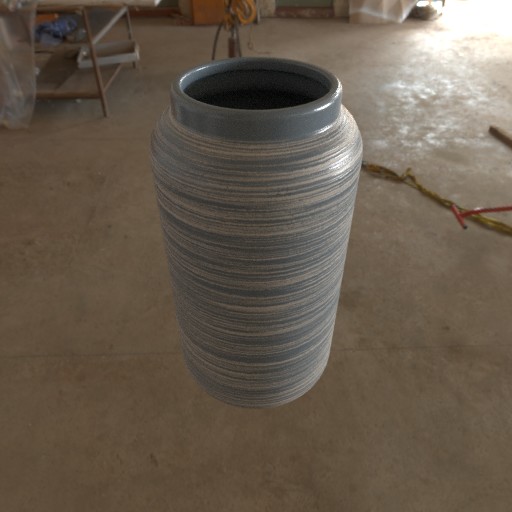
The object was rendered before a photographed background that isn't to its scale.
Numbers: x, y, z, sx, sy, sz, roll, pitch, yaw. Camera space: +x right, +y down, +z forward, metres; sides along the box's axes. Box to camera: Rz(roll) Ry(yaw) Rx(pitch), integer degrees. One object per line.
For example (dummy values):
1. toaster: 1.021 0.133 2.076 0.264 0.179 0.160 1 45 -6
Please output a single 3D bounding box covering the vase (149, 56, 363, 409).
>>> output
1. vase: 0.000 0.000 0.296 0.116 0.230 0.116 0 40 0
